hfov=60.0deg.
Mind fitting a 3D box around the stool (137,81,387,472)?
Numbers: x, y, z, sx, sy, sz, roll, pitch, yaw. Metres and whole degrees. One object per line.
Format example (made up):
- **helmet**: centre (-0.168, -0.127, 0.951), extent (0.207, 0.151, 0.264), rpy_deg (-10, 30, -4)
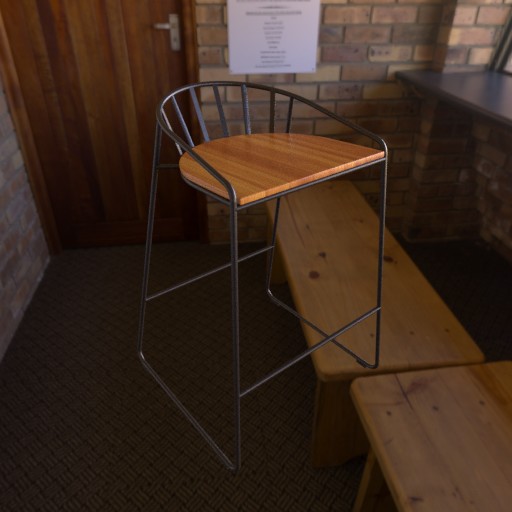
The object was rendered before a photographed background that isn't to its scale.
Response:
- **stool**: centre (0.000, 0.000, 1.175), extent (0.546, 0.812, 0.521), rpy_deg (-23, 38, -33)
